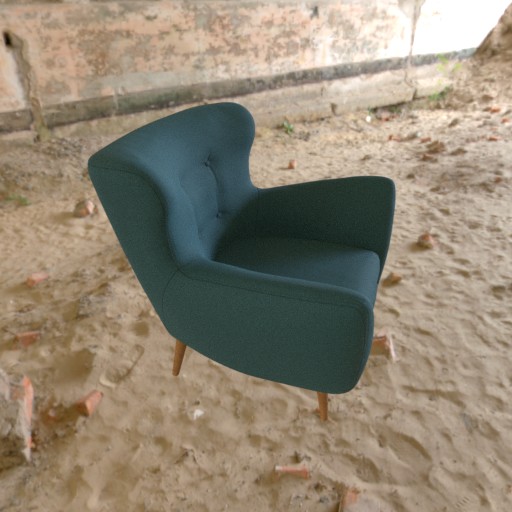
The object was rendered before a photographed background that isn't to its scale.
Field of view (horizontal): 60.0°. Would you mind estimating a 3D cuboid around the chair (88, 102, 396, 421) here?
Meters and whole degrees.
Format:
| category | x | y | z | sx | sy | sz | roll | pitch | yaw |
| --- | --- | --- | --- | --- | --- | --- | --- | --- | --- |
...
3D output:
| category | x | y | z | sx | sy | sz | roll | pitch | yaw |
| --- | --- | --- | --- | --- | --- | --- | --- | --- | --- |
| chair | 0.000 | 0.000 | 1.585 | 0.889 | 0.889 | 0.890 | 10 | 32 | 16 |
